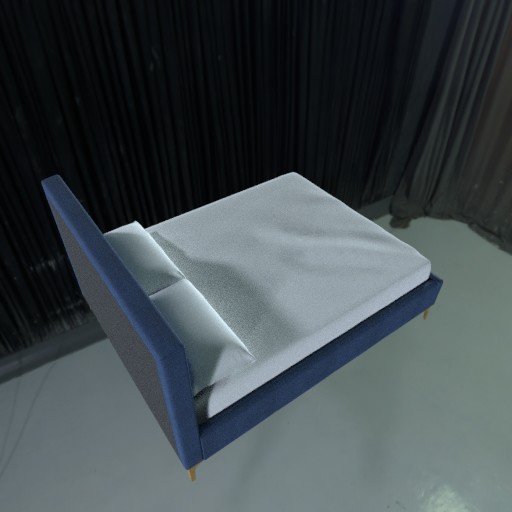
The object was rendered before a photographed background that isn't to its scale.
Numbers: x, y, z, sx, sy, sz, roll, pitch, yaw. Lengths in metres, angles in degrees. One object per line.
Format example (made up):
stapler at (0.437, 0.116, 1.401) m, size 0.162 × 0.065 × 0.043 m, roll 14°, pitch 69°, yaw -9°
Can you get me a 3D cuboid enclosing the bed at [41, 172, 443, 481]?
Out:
bed at (0.000, 0.000, 3.173) m, size 2.172 × 1.231 × 1.723 m, roll -25°, pitch 47°, yaw -26°
